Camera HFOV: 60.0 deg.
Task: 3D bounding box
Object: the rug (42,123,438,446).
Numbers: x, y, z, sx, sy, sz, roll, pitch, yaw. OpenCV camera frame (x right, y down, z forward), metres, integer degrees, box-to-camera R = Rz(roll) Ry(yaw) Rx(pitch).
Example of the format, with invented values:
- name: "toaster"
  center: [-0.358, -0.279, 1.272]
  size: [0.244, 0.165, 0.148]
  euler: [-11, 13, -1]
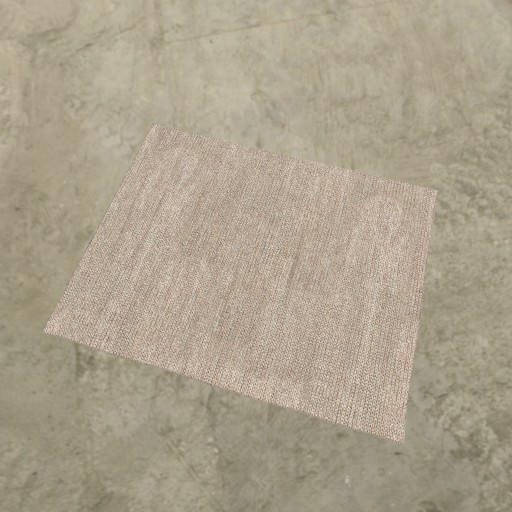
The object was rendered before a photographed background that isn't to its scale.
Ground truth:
- name: "rug"
  center: [0.000, 0.000, 4.056]
  size: [3.052, 0.030, 2.429]
  euler: [15, 64, 7]
